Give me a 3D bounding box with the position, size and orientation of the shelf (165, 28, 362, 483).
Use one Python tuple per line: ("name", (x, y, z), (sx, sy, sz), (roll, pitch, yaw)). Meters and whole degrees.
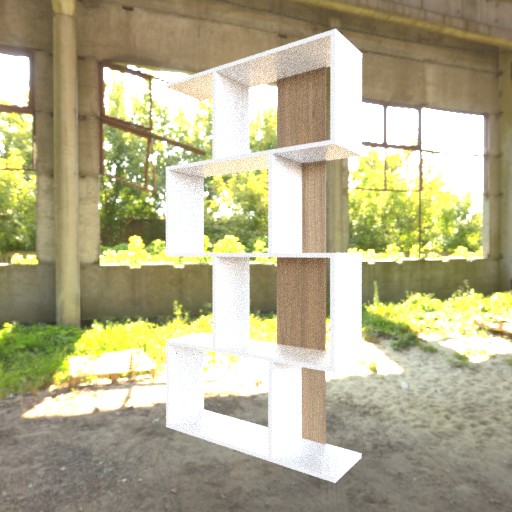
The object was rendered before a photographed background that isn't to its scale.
("shelf", (0.000, 0.000, 1.971), (0.890, 1.650, 0.250), (0, 1, 36))
